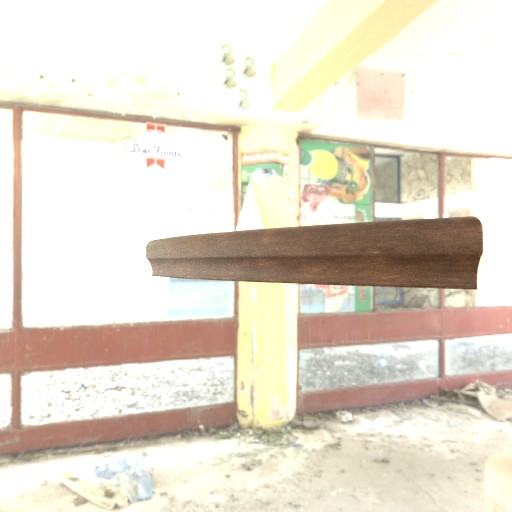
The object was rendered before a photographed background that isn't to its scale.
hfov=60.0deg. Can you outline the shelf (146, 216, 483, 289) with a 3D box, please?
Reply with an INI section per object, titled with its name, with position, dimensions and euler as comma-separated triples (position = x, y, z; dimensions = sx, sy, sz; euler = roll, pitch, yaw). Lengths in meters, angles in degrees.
[shelf]
position = 0.000, 0.000, 0.449
dimensions = 0.310, 0.050, 0.310
euler = 0, -1, 2
